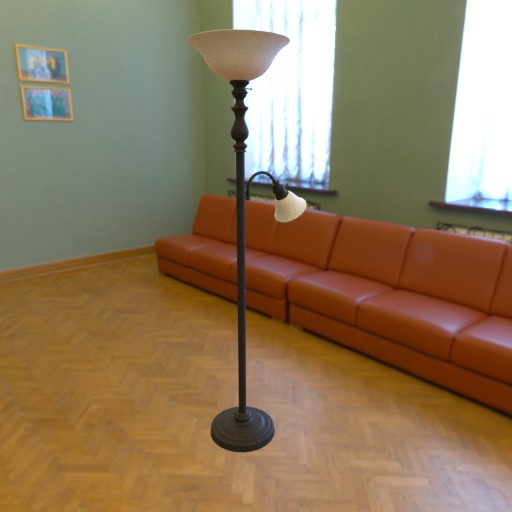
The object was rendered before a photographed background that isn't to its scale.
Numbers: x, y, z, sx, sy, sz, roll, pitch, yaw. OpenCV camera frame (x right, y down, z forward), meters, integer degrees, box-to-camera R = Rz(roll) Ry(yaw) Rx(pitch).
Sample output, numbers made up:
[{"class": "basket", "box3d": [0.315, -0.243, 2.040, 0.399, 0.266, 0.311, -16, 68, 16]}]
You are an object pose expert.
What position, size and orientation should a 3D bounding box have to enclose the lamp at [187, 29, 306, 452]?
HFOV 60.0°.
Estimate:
[{"class": "lamp", "box3d": [0.000, 0.000, 2.046, 0.588, 1.793, 0.405, -14, 20, -41]}]
